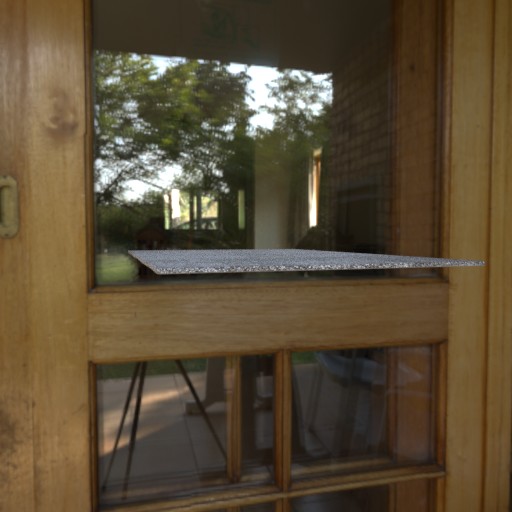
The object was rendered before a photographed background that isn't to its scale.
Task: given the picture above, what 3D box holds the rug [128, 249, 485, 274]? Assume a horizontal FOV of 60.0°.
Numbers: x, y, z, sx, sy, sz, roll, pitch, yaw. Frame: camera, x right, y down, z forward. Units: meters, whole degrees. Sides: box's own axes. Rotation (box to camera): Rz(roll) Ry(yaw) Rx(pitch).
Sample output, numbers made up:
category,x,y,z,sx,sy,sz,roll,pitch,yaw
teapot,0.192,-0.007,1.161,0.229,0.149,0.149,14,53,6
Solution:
category,x,y,z,sx,sy,sz,roll,pitch,yaw
rug,0.000,0.000,3.459,1.802,0.026,2.699,-1,3,-19
